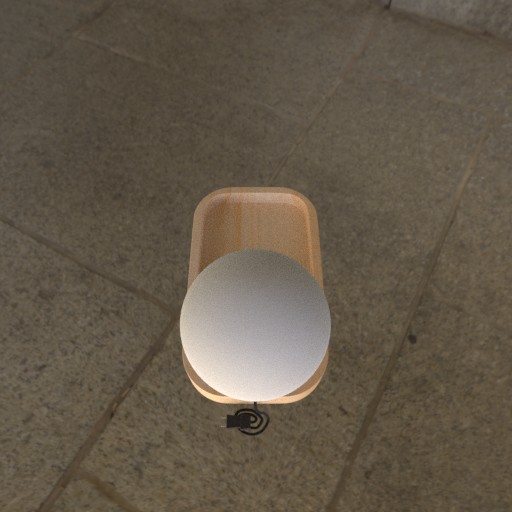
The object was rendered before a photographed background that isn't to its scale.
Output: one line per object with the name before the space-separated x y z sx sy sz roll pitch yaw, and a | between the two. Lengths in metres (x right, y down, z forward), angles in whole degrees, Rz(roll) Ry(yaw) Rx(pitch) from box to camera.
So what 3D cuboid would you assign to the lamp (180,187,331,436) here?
lamp | 0.000 0.000 0.479 0.173 0.253 0.331 0 60 0
